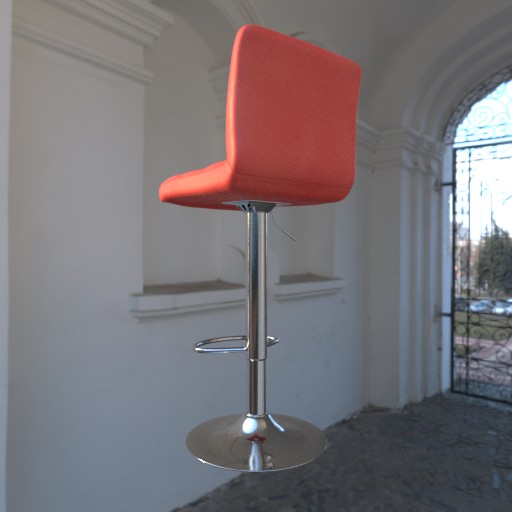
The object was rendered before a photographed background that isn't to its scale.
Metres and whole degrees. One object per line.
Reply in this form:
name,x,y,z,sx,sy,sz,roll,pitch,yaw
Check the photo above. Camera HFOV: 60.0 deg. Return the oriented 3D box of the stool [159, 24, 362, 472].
stool,0.000,0.000,1.347,0.430,1.115,0.505,0,0,-35
